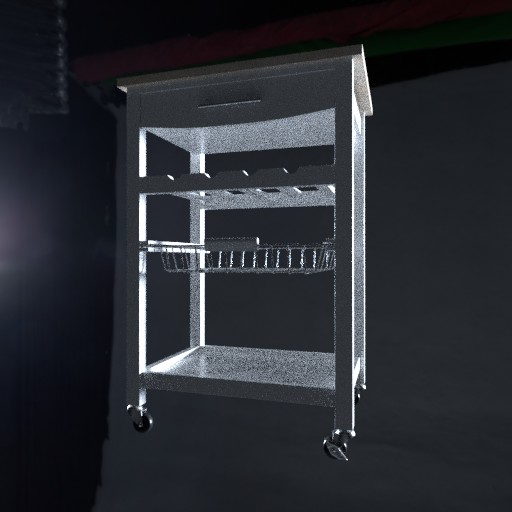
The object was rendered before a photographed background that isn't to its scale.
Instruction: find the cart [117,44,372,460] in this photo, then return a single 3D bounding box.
[{"bbox_3d":[0.000,0.000,1.174,0.578,0.857,0.406,0,0,18],"label":"cart"}]
